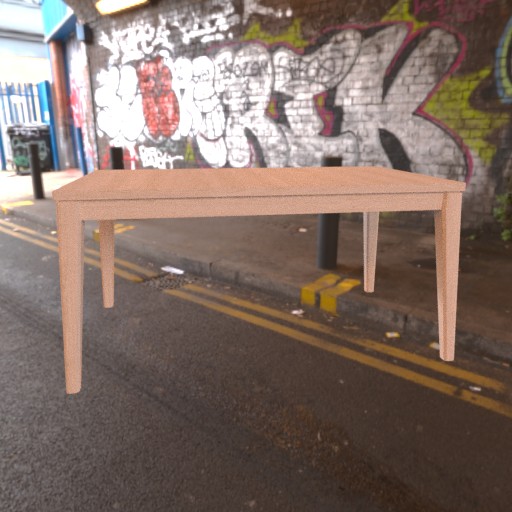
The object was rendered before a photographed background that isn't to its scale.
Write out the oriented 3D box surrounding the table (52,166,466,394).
[{"bbox_3d":[0.000,0.000,2.119,1.600,0.760,0.900,-3,16,-9],"label":"table"}]
